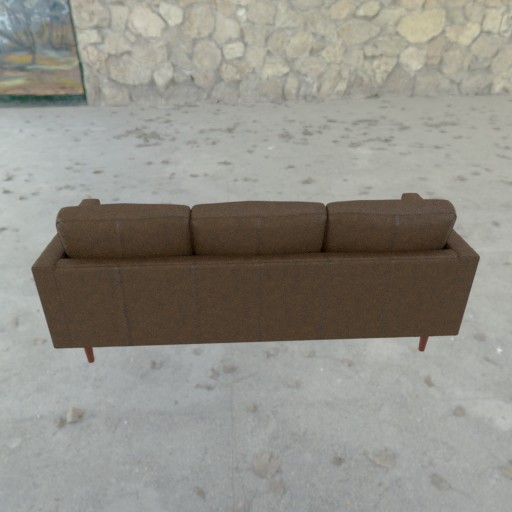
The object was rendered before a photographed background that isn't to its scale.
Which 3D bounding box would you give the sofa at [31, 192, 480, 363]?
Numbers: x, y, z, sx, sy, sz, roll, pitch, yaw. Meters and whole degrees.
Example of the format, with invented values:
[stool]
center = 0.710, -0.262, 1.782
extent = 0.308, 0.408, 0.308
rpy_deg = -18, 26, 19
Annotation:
[sofa]
center = 0.000, 0.000, 2.688
extent = 2.231, 0.930, 0.903
rpy_deg = -1, 29, -2
